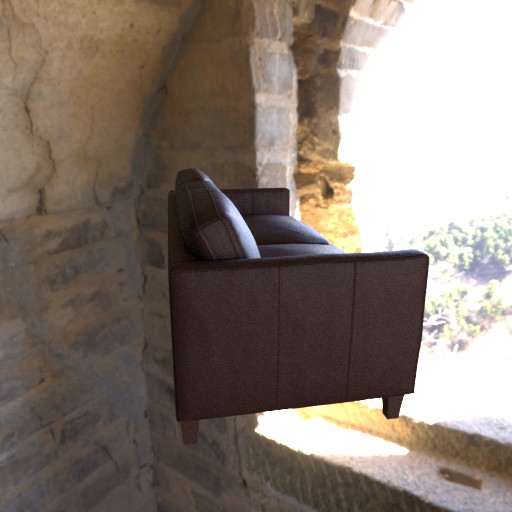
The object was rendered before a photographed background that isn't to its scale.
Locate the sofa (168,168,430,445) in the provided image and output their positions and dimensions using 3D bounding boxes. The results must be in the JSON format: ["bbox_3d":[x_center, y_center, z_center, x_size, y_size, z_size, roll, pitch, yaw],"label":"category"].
[{"bbox_3d":[0.000,0.000,2.423,0.923,0.863,1.971,-3,16,-10],"label":"sofa"}]
